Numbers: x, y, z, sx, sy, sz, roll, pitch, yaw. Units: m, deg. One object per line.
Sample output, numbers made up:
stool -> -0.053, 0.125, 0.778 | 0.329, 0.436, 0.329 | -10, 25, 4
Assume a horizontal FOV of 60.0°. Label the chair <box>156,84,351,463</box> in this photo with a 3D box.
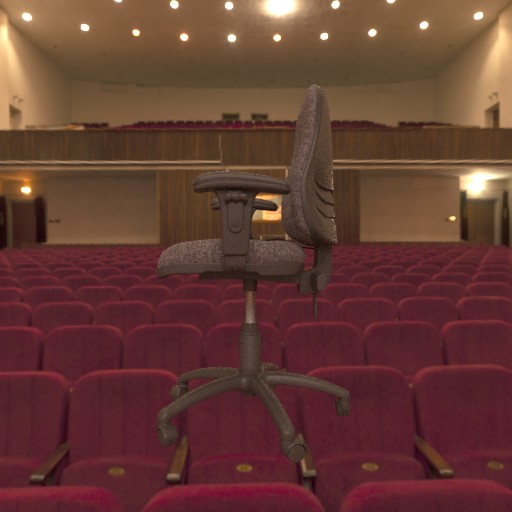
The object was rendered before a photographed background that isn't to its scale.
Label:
chair -> 0.000, 0.000, 1.239 | 0.530, 0.910, 0.550 | 0, 1, -1
